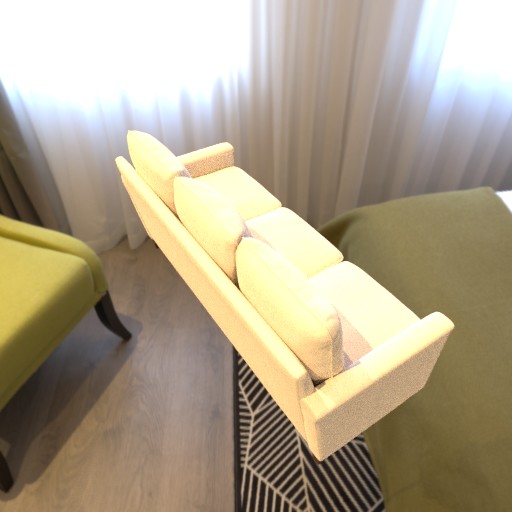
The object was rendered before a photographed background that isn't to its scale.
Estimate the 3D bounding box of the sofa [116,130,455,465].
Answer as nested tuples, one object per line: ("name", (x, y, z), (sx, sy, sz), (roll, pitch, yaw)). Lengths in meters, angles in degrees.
("sofa", (0.000, 0.000, 2.415), (0.828, 0.961, 1.925), (-24, 48, -24))
